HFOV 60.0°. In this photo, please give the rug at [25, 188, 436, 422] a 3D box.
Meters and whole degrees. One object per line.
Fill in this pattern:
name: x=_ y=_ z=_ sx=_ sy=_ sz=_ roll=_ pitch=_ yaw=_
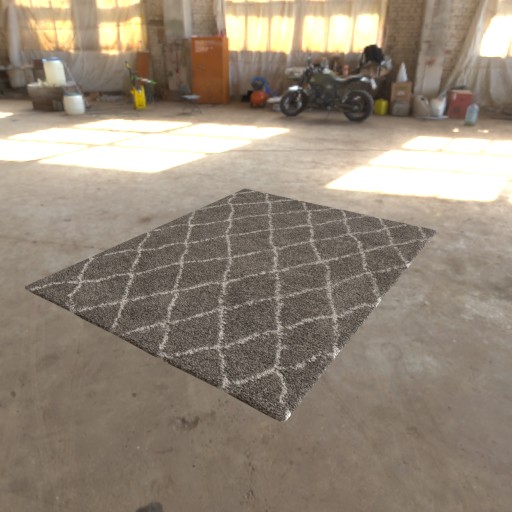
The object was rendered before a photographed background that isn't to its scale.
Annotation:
rug: x=0.000 y=0.000 z=4.061 sx=2.438 sy=0.029 sz=3.047 roll=17 pitch=31 yaw=30
